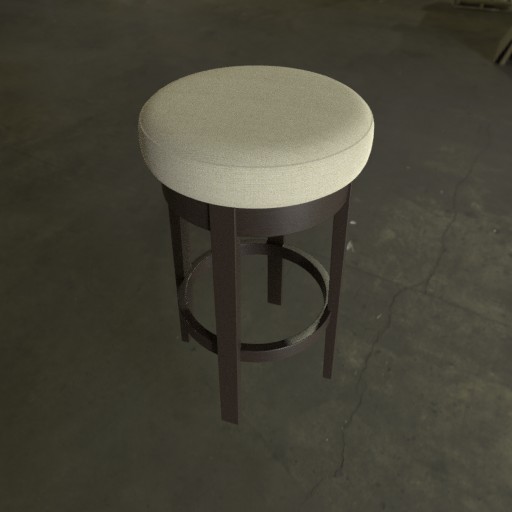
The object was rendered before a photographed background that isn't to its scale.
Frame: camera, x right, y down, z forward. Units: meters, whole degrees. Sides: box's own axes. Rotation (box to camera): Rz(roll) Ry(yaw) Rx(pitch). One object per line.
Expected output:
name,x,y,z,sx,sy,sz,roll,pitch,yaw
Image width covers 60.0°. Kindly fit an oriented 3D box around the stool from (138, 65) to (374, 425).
stool,0.000,0.000,1.035,0.446,0.758,0.446,0,41,0
